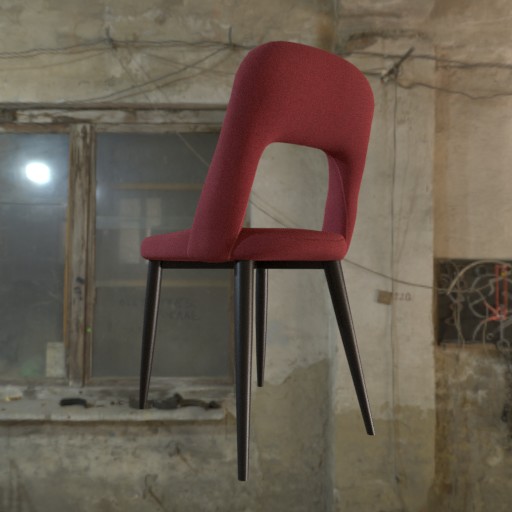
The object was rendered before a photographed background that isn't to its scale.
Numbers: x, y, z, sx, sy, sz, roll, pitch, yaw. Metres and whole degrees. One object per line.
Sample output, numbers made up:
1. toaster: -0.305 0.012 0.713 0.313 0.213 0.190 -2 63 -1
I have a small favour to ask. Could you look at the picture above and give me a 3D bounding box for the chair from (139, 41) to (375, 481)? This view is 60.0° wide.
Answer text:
1. chair: 0.000 0.000 1.178 0.483 0.892 0.569 1 -1 -34
